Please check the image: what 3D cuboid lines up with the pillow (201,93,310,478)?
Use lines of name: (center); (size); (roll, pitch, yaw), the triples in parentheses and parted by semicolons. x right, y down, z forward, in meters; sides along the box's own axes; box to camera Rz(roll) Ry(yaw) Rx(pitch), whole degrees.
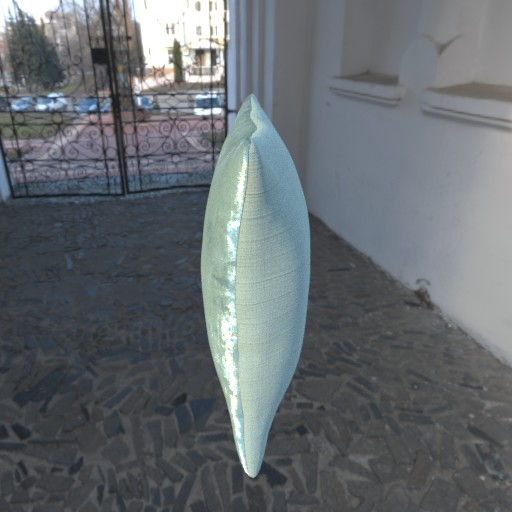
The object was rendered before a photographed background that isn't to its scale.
pillow: (0.000, 0.000, 0.727); (0.175, 0.464, 0.470); (0, 25, 1)
